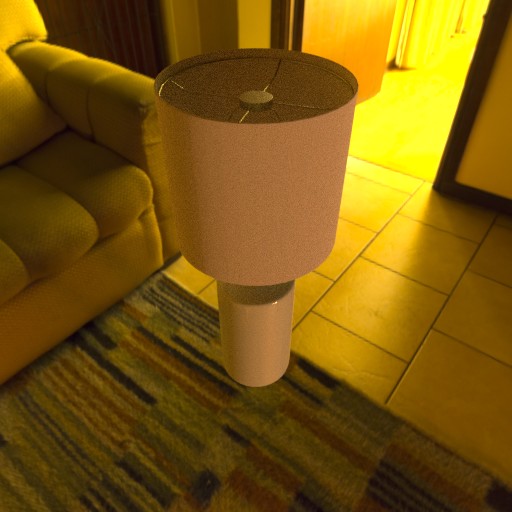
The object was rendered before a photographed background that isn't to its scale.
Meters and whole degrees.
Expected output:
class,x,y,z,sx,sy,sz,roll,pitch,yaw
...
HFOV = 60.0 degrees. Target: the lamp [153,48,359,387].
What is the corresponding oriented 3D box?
class,x,y,z,sx,sy,sz,roll,pitch,yaw
lamp,0.000,0.000,0.626,0.212,0.493,0.212,12,43,13
